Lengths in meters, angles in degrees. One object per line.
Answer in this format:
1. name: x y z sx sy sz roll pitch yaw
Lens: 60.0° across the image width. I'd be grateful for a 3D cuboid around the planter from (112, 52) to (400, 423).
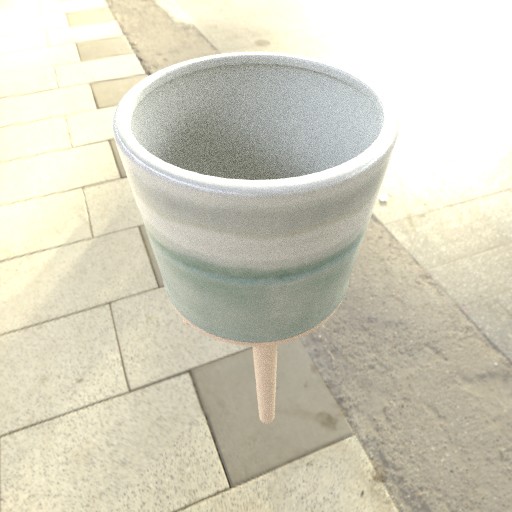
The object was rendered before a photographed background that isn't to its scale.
1. planter: 0.000 0.000 0.559 0.265 0.404 0.265 -18 48 -17
